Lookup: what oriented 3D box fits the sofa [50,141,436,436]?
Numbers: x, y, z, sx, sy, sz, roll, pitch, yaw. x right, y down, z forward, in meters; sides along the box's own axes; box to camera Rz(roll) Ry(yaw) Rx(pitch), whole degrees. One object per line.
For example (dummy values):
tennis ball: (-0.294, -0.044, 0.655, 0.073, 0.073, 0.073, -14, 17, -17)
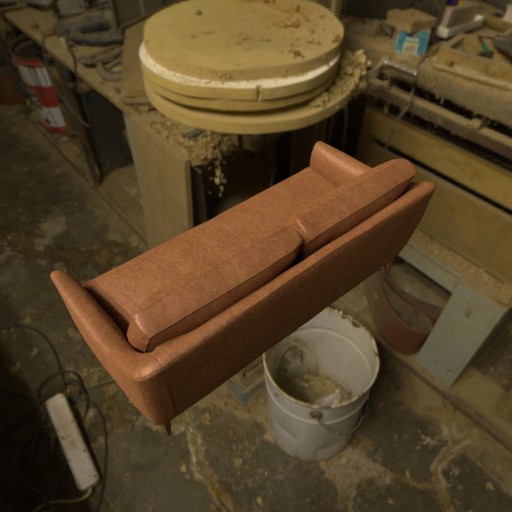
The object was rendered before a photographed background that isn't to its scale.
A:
sofa: (0.000, 0.000, 2.597, 2.036, 0.945, 0.981, -31, 54, -26)
